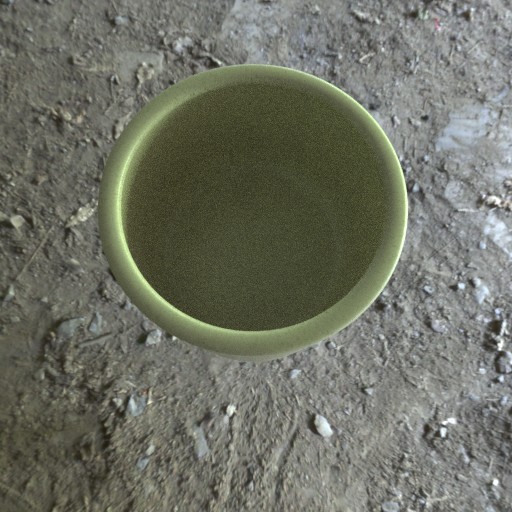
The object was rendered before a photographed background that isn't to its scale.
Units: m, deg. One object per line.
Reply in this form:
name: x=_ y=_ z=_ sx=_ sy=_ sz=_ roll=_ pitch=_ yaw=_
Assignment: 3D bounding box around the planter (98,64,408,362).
planter: x=0.000 y=0.000 z=0.692 sx=0.333 sy=0.483 sz=0.324 roll=37 pitch=79 yaw=9
